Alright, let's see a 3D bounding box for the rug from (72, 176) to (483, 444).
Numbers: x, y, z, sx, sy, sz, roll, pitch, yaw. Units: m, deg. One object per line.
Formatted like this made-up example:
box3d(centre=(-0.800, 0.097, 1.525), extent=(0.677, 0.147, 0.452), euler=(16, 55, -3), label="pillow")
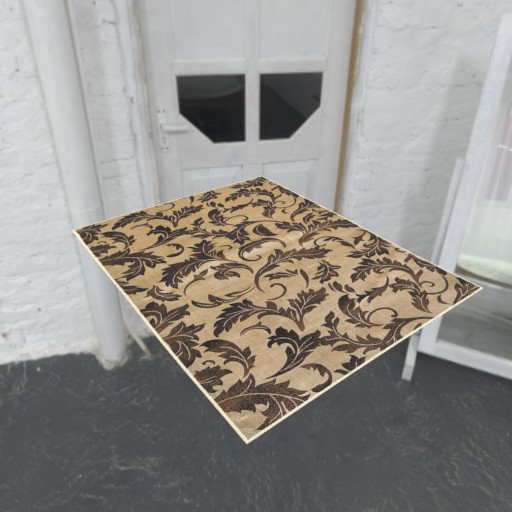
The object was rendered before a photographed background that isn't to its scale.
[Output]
box3d(centre=(0.000, 0.000, 3.996), extent=(2.380, 0.008, 2.977), euler=(-22, 38, -30), label="rug")
